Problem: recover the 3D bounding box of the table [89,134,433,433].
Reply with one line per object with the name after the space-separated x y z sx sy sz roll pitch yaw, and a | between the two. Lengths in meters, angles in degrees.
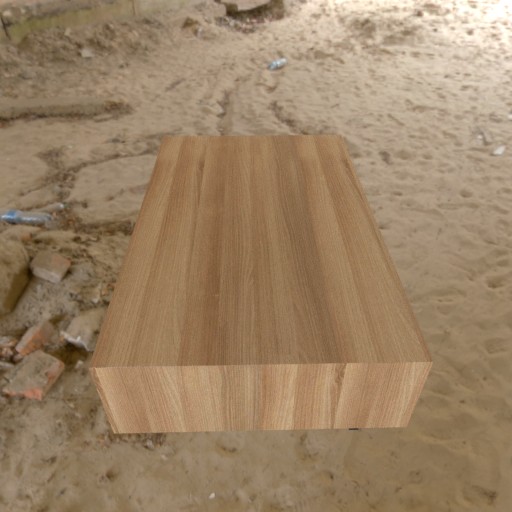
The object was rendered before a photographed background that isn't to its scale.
0.000 0.000 1.429 0.700 0.330 1.100 -1 39 -1 | table
